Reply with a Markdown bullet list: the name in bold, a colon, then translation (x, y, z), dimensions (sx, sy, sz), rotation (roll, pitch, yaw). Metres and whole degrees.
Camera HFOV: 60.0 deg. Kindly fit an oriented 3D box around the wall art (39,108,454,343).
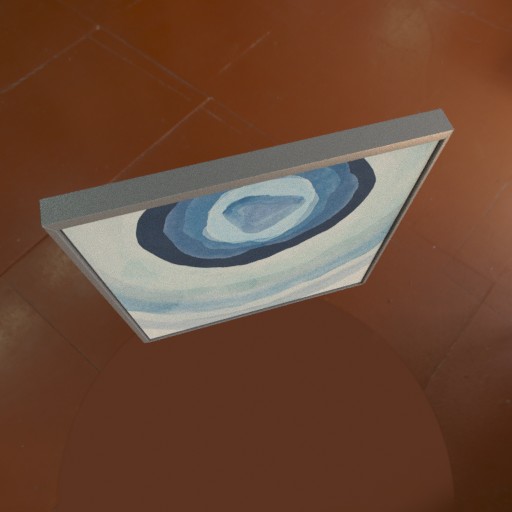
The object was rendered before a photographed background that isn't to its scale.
- **wall art**: translation (0.000, 0.000, 0.522), dimensions (0.349, 0.349, 0.028), rotation (-14, 65, -7)
